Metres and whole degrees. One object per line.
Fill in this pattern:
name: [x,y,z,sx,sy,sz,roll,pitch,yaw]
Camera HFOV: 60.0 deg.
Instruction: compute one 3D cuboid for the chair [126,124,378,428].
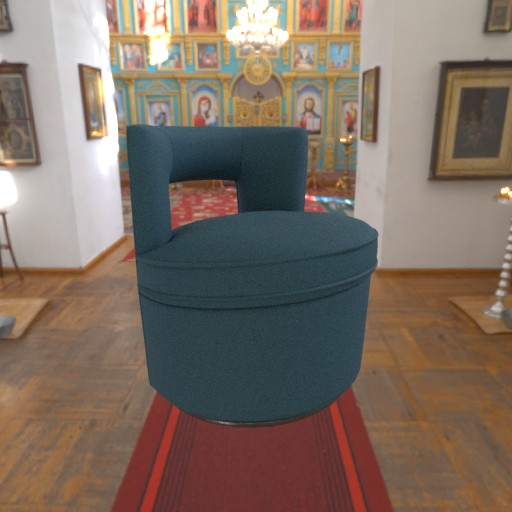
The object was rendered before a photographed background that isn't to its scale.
chair: [0.000,0.000,1.250,0.684,0.711,0.660,-15,21,-43]
